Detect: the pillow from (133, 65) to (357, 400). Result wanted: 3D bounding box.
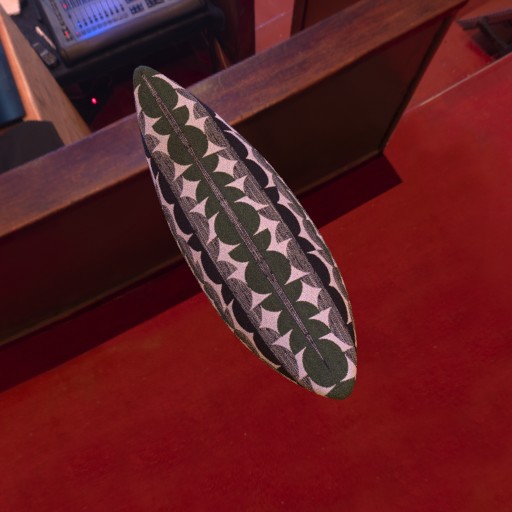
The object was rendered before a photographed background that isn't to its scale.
[{"bbox_3d":[0.000,0.000,0.640,0.180,0.404,0.419,-31,77,-8],"label":"pillow"}]
